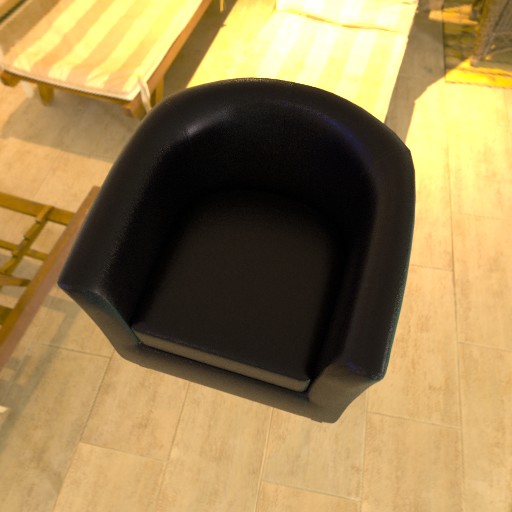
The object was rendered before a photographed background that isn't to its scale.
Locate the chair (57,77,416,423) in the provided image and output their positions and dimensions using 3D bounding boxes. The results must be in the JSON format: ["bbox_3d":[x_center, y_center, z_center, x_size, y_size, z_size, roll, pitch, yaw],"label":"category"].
[{"bbox_3d":[0.000,0.000,1.356,0.793,0.756,0.727,15,59,9],"label":"chair"}]
